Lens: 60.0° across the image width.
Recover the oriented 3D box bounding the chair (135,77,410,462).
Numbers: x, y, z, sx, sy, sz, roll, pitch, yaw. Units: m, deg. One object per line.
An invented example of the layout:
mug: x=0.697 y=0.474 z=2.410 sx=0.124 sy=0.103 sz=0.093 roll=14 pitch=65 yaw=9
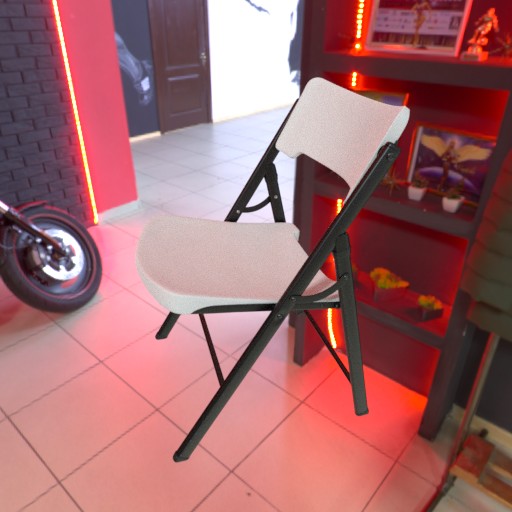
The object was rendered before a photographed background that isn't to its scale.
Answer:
chair: x=0.000 y=0.000 z=1.103 sx=0.577 sy=0.765 sz=0.482 roll=-8 pitch=30 yaw=-14
